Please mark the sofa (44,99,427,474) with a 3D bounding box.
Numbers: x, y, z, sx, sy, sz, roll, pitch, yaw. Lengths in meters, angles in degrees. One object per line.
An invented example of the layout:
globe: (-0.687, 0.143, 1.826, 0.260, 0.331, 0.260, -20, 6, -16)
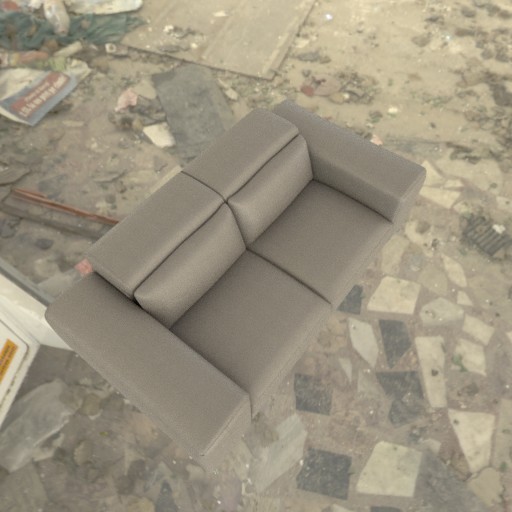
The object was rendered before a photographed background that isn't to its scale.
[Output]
sofa: (0.000, 0.000, 2.431, 1.024, 0.753, 1.930, 33, 63, 19)
